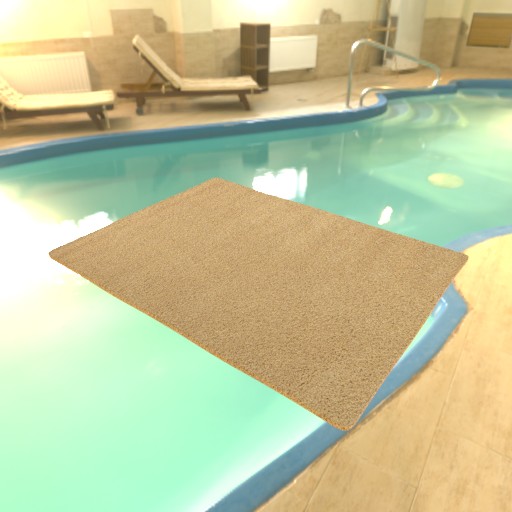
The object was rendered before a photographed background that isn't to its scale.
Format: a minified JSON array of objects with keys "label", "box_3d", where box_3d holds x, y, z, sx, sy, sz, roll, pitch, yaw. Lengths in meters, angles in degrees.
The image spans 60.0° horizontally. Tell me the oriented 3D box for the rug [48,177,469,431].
[{"label":"rug","box_3d":[0.000,0.000,2.088,1.600,0.025,1.199,22,38,31]}]
